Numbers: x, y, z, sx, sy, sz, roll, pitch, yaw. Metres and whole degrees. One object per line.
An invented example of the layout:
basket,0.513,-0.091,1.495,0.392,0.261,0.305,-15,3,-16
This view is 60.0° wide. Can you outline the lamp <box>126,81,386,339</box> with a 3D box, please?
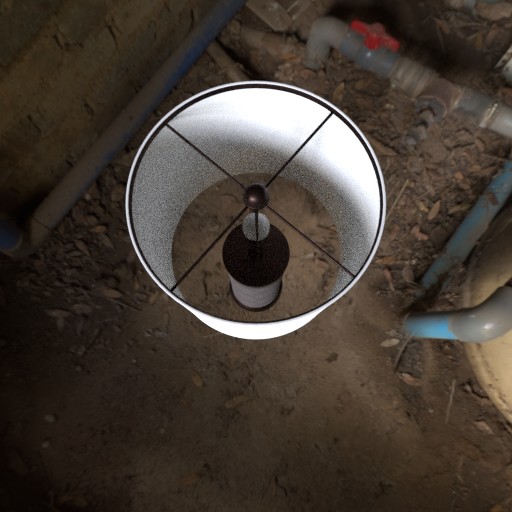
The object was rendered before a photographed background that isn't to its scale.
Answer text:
lamp,0.000,0.000,0.805,0.301,0.630,0.301,-4,77,-1
